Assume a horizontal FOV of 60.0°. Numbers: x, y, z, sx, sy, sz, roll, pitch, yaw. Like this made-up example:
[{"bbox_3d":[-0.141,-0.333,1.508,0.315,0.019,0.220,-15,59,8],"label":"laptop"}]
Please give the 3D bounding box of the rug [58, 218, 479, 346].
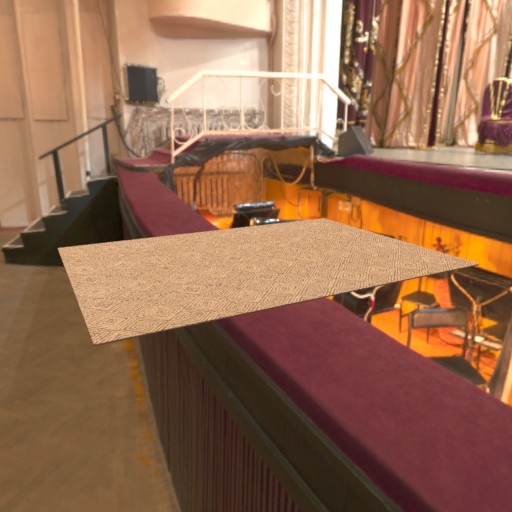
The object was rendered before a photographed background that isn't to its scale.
[{"bbox_3d":[0.000,0.000,2.869,2.238,0.008,1.593,-8,18,-27],"label":"rug"}]
